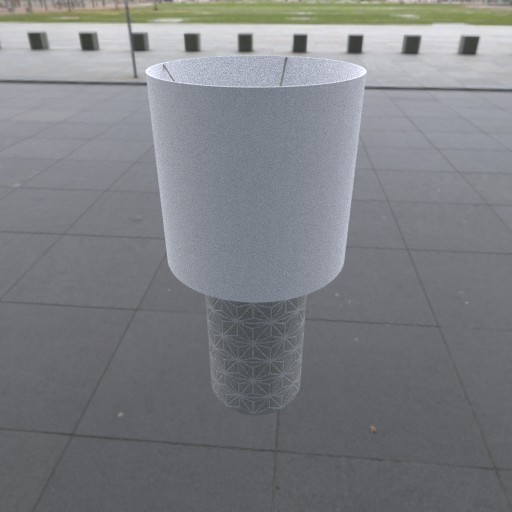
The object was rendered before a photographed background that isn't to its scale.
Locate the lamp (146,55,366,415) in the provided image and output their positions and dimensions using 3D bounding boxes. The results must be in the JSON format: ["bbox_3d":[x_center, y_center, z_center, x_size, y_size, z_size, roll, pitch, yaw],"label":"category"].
[{"bbox_3d":[0.000,0.000,0.528,0.206,0.416,0.206,11,32,17],"label":"lamp"}]
